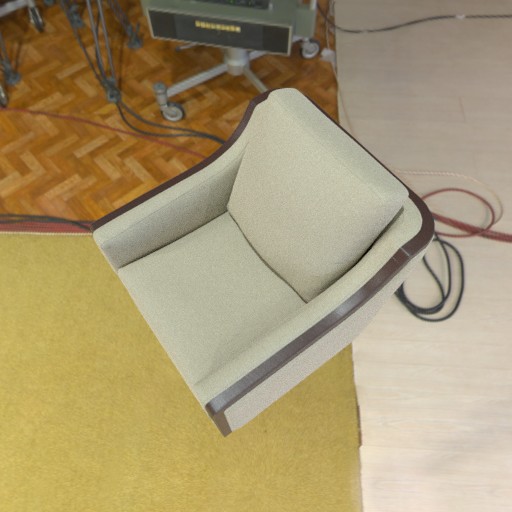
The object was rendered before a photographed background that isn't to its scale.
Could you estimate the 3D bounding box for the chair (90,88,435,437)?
[{"bbox_3d":[0.000,0.000,1.716,0.950,0.930,0.870,-33,67,-16],"label":"chair"}]
